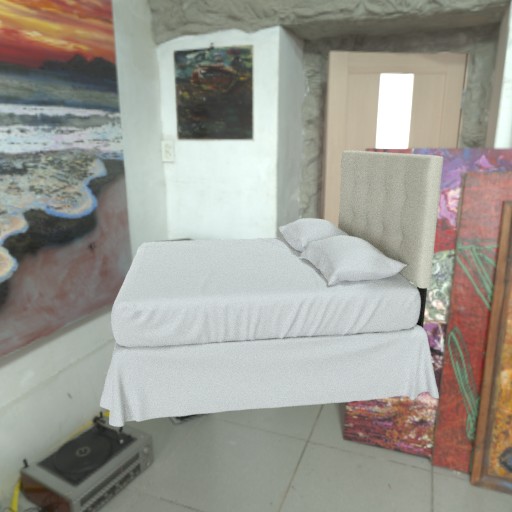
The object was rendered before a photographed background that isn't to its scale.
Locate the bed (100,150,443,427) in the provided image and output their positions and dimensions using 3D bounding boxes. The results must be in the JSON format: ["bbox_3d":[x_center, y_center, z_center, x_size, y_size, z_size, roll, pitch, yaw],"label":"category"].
[{"bbox_3d":[0.000,0.000,3.474,2.222,1.577,1.936,-2,15,-8],"label":"bed"}]
